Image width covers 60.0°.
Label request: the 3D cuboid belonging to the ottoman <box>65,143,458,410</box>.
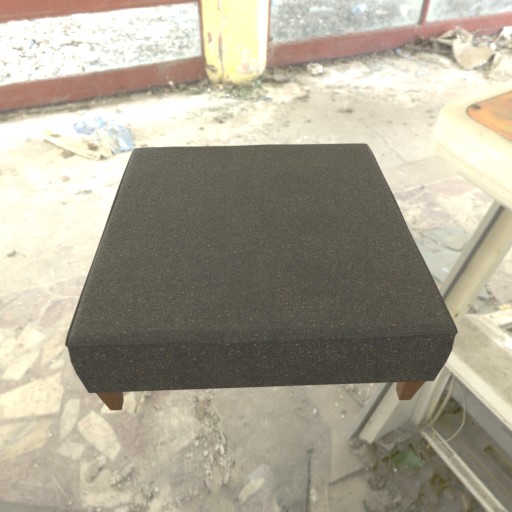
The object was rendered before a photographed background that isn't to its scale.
[{"bbox_3d":[0.000,0.000,1.555,0.968,0.382,1.004,-2,42,-2],"label":"ottoman"}]
